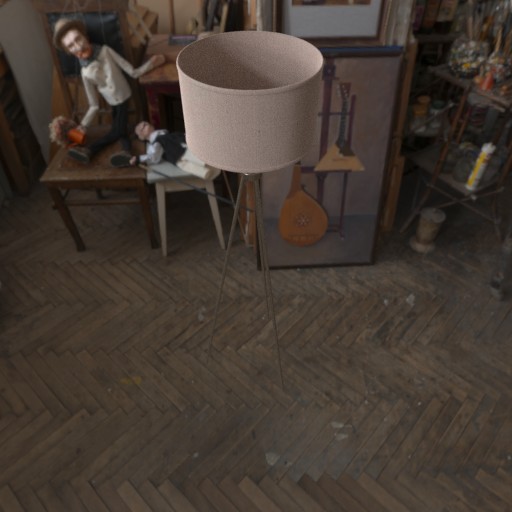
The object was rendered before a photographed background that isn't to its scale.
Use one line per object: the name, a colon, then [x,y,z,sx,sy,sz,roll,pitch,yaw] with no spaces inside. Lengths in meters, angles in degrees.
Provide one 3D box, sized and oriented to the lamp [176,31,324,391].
lamp: [0.000,0.000,1.771,0.449,1.545,0.460,-32,54,-27]
